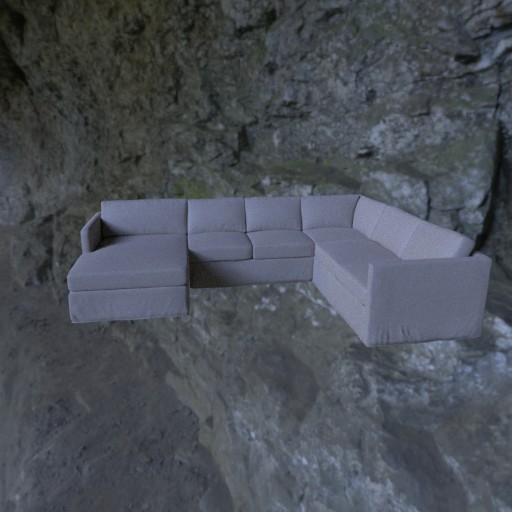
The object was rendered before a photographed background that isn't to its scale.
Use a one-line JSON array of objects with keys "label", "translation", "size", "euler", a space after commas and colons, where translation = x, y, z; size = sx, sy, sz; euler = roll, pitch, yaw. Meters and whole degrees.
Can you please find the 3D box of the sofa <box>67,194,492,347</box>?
[{"label": "sofa", "translation": [0.000, 0.000, 4.497], "size": [3.528, 0.878, 2.476], "euler": [-3, 17, -9]}]
